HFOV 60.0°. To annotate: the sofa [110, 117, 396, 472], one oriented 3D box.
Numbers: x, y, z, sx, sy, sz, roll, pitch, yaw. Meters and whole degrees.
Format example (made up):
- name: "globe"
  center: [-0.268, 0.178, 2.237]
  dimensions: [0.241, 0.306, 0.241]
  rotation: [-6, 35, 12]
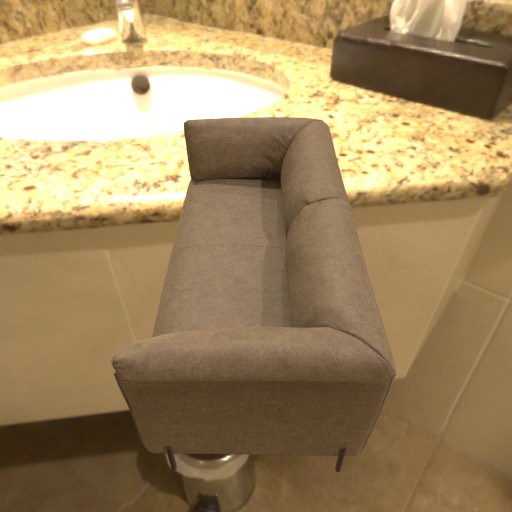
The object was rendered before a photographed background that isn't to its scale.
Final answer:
- name: "sofa"
  center: [0.000, 0.000, 2.273]
  dimensions: [0.905, 0.747, 1.878]
  rotation: [0, 40, 0]
